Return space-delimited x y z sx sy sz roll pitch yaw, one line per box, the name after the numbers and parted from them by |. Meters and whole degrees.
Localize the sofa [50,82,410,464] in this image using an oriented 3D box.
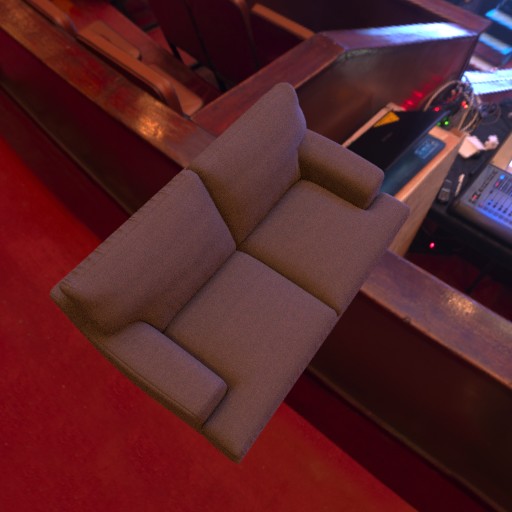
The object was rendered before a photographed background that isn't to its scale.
0.000 0.000 2.541 1.140 0.950 1.869 32 64 18 | sofa
